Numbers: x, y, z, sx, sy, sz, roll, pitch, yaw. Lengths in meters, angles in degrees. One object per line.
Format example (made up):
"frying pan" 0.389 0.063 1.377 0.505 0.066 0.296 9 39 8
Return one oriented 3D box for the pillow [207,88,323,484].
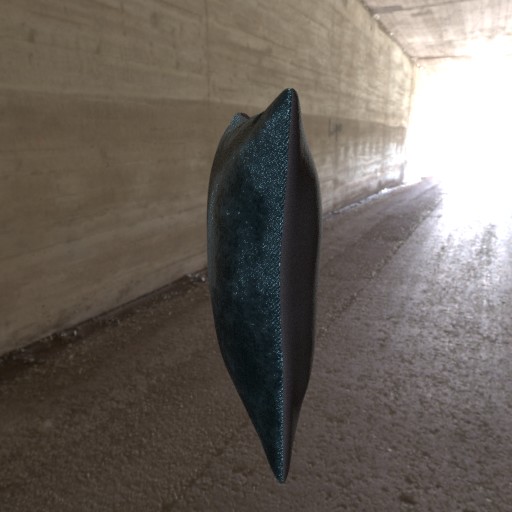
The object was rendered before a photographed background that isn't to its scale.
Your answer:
"pillow" 0.000 0.000 0.651 0.138 0.430 0.436 -2 16 -8
